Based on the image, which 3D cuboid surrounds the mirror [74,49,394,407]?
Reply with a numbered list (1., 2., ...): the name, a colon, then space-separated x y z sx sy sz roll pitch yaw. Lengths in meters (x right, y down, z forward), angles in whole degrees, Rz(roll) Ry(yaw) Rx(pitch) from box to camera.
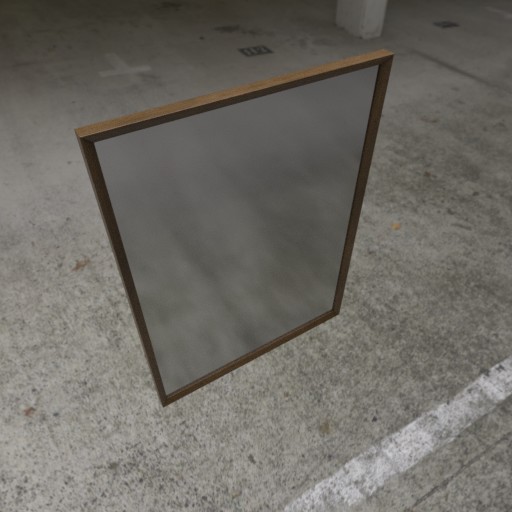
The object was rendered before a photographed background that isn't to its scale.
1. mirror: 0.000 0.000 1.298 0.762 1.016 0.041 -23 49 -22
